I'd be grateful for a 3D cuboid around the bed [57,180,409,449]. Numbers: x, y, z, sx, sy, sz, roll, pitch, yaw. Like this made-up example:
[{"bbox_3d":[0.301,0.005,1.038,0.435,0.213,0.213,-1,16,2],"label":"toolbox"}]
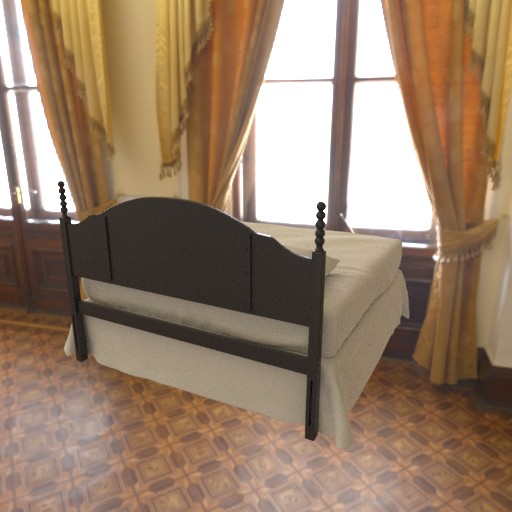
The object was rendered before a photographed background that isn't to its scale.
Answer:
[{"bbox_3d":[0.000,0.000,3.672,2.322,1.355,2.219,8,18,27],"label":"bed"}]
